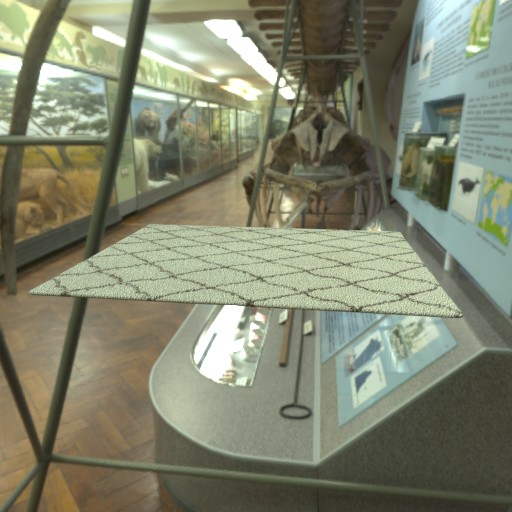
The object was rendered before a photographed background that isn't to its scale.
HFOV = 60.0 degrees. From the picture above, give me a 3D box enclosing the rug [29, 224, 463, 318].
[{"bbox_3d":[0.000,0.000,4.205,3.047,0.029,2.438,2,16,8],"label":"rug"}]
